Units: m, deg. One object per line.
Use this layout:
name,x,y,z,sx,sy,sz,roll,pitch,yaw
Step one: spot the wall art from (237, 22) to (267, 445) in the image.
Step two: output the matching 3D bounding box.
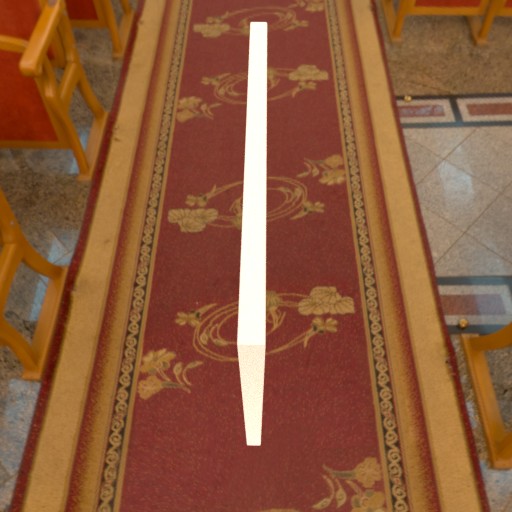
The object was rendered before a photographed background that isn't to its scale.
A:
wall art,0.000,0.000,1.105,0.037,0.757,0.757,1,58,1
